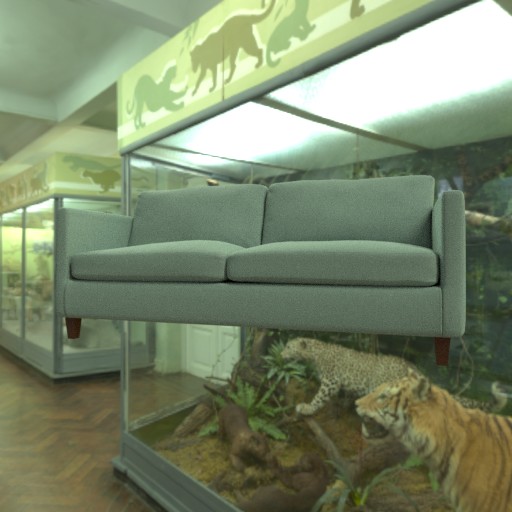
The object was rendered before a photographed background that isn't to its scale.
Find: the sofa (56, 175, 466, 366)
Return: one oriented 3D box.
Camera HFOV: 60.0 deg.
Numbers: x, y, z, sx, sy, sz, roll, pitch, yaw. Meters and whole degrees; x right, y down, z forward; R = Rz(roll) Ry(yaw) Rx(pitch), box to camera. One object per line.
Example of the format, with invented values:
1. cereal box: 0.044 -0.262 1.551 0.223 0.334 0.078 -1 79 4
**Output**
1. sofa: 0.000 0.000 2.666 2.208 0.965 0.951 0 0 19
